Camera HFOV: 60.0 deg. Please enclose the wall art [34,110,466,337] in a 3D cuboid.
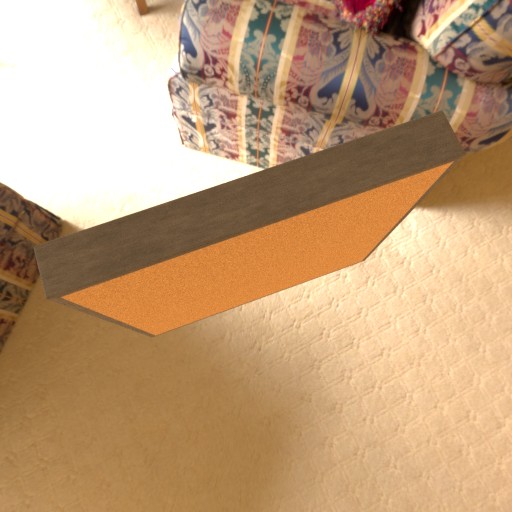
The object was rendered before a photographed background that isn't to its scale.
[{"bbox_3d":[0.000,0.000,0.450,0.303,0.302,0.038,-19,76,-5],"label":"wall art"}]
